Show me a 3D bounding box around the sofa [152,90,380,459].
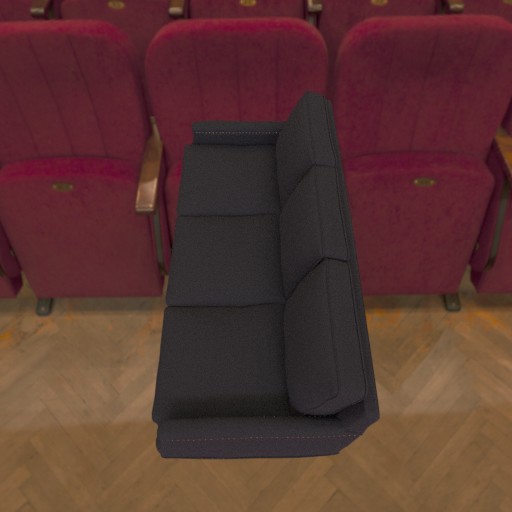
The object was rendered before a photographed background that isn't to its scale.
[{"bbox_3d":[0.000,0.000,2.792,1.084,1.003,2.246,0,56,0],"label":"sofa"}]
